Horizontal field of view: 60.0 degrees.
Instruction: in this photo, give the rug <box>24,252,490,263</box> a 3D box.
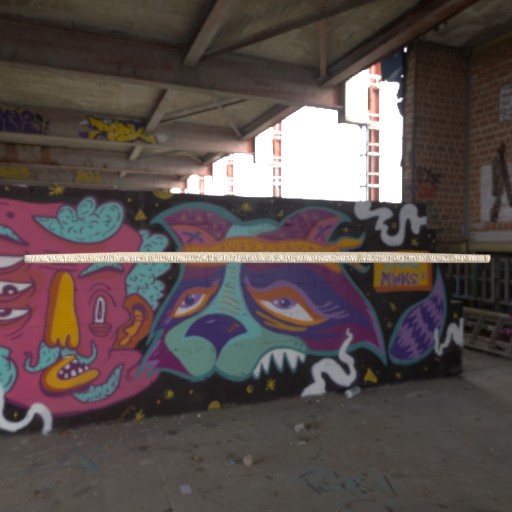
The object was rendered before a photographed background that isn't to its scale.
[{"bbox_3d":[0.000,0.000,2.103,1.600,0.027,1.200,0,1,-1],"label":"rug"}]
